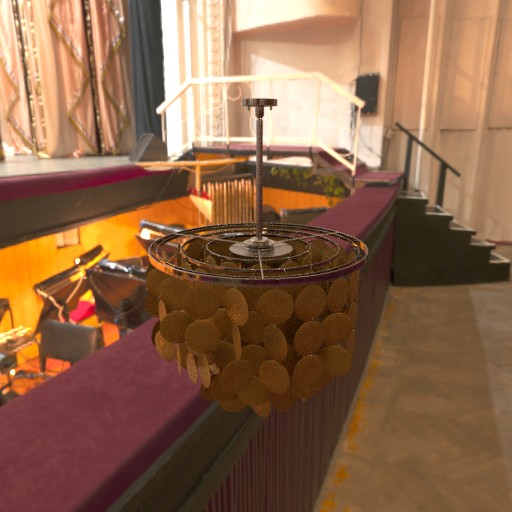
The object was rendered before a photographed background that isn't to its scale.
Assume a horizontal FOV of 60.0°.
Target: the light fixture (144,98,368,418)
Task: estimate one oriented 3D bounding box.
[{"bbox_3d":[0.000,0.000,0.738,0.368,0.492,0.368,0,16,0],"label":"light fixture"}]
